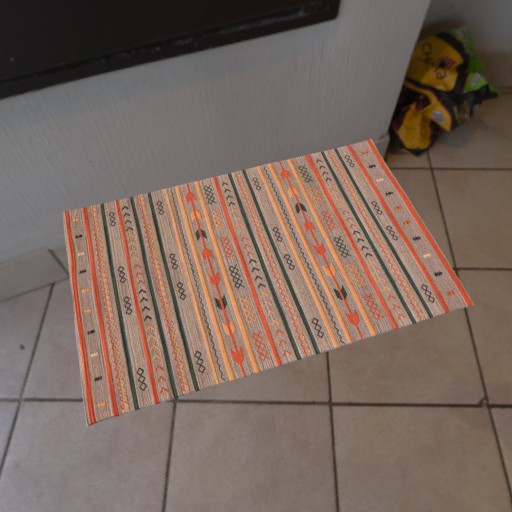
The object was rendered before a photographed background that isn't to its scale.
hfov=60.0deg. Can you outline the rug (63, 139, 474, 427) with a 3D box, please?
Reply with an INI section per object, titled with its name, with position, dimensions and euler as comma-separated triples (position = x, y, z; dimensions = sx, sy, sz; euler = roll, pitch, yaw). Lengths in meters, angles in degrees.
[rug]
position = 0.000, 0.000, 3.005
dimensions = 2.439, 0.029, 1.537
euler = -15, 60, -9
